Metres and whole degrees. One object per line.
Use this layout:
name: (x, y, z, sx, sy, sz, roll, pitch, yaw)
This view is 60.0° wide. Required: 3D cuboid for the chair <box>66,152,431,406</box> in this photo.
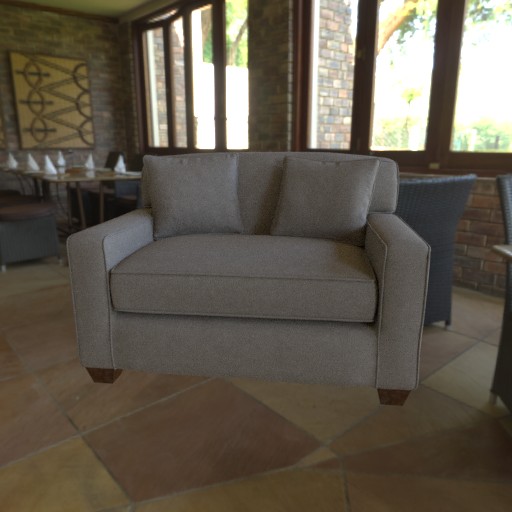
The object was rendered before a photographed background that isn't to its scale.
chair: (0.000, 0.000, 2.113, 1.395, 0.953, 0.992, 2, 14, 8)
